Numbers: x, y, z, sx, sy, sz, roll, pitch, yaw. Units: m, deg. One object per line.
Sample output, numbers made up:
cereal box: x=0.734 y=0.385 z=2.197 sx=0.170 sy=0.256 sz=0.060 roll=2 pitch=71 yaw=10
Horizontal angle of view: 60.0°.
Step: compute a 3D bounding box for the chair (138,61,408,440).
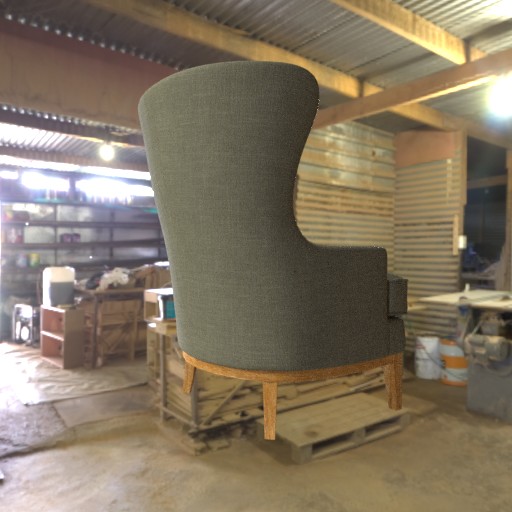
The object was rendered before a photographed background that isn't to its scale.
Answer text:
chair: x=0.000 y=0.000 z=1.765 sx=0.883 sy=1.176 sz=0.864 roll=-1 pitch=1 yaw=-37
